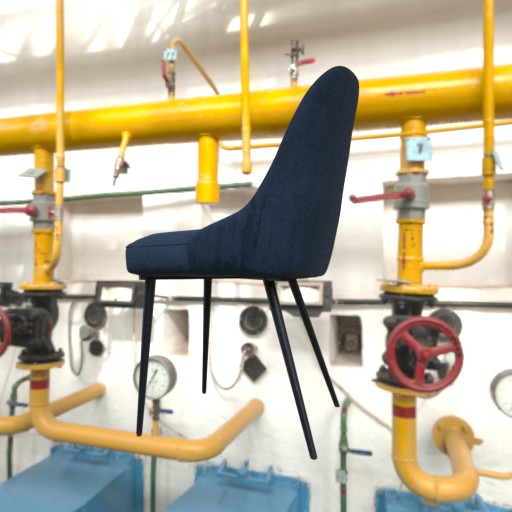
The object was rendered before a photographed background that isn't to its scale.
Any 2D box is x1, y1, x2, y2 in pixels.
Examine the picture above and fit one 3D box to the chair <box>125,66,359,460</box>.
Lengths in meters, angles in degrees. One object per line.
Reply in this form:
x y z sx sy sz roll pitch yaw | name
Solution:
0.000 0.000 1.220 0.559 0.896 0.478 0 -1 18 | chair
